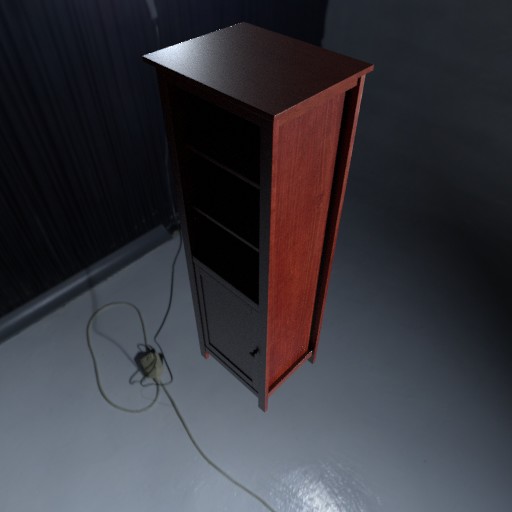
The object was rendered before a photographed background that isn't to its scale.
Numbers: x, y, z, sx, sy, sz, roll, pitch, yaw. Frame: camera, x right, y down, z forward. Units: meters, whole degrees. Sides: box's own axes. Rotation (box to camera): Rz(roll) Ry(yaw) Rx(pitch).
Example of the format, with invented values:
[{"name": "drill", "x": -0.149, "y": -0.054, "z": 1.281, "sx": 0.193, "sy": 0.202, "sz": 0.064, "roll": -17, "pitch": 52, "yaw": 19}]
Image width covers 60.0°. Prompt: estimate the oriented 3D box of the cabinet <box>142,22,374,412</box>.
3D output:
[{"name": "cabinet", "x": 0.000, "y": 0.000, "z": 1.752, "sx": 0.500, "sy": 1.518, "sz": 0.401, "roll": 34, "pitch": 54, "yaw": 29}]
